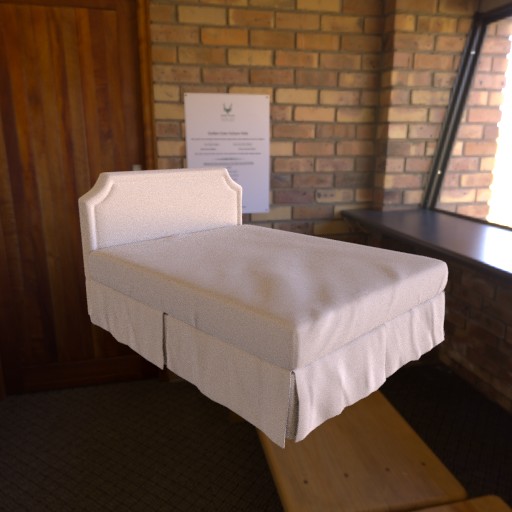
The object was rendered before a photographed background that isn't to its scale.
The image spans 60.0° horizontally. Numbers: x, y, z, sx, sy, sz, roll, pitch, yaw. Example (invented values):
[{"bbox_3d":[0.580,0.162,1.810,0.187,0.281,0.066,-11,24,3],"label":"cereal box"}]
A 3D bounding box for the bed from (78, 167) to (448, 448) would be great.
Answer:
[{"bbox_3d":[0.000,0.000,3.625,1.977,1.293,2.498,-14,20,-43],"label":"bed"}]
